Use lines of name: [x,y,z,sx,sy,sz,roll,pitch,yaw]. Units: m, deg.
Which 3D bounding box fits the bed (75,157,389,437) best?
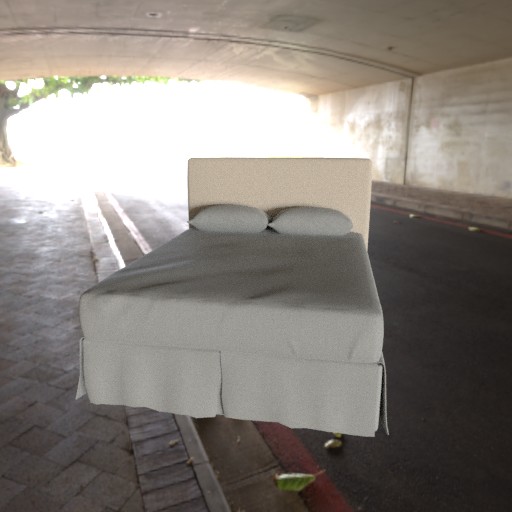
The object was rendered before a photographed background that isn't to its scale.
bed: [0.000,0.000,3.217,1.748,1.330,2.142,3,15,10]
